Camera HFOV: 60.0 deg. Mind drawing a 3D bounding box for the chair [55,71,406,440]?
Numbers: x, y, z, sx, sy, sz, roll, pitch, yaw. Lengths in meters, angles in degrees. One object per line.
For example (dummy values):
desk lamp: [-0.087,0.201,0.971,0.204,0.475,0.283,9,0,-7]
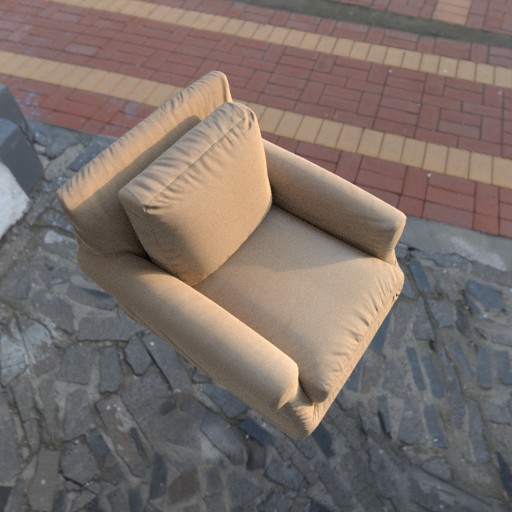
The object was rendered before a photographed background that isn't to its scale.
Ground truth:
chair: [0.000,0.000,1.754,1.066,0.866,0.940,31,62,19]
